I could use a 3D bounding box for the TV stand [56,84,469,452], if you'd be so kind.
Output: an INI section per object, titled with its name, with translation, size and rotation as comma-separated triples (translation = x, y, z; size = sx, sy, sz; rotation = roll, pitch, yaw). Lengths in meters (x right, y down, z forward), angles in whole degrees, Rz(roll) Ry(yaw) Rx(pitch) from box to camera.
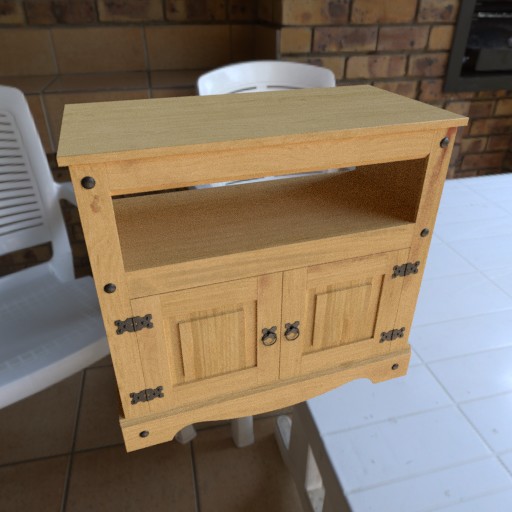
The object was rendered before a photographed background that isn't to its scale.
[TV stand]
translation = 0.000, 0.000, 1.235
size = 0.851, 0.787, 0.430
rotation = -10, 32, -16
